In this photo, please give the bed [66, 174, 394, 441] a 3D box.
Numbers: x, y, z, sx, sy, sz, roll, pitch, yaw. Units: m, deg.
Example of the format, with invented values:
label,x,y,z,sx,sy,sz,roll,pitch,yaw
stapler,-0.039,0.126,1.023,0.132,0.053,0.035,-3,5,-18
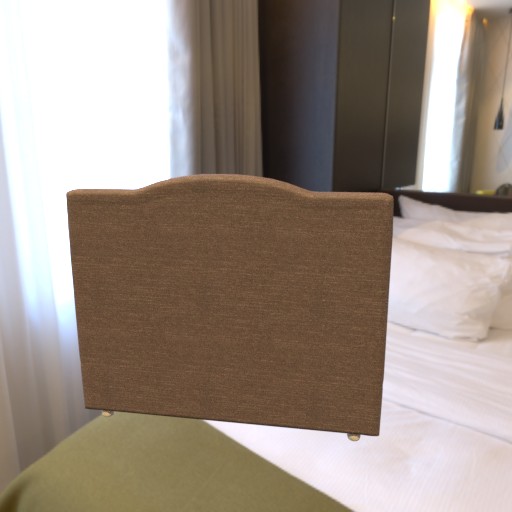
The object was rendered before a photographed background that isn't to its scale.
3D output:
label,x,y,z,sx,sy,sz,roll,pitch,yaw
bed,0.000,0.000,3.546,1.741,1.441,2.507,2,14,9
